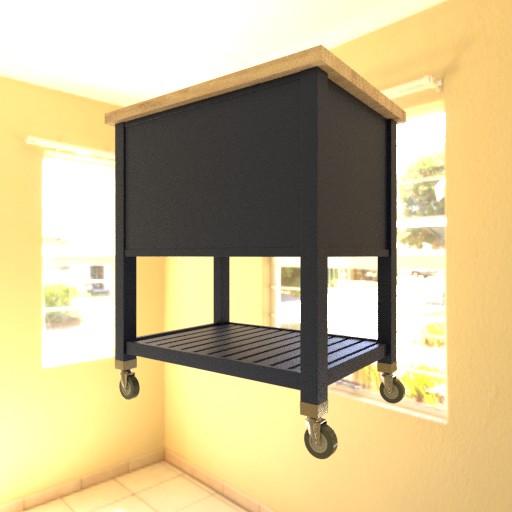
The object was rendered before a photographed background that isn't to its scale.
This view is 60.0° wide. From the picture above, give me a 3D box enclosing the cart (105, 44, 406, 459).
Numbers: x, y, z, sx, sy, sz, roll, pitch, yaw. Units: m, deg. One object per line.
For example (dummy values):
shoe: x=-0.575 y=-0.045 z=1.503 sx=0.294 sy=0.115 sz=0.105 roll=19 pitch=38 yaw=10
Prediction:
cart: x=0.000 y=0.000 z=1.421 sx=0.797 sy=0.920 sz=0.567 roll=0 pitch=0 yaw=37
